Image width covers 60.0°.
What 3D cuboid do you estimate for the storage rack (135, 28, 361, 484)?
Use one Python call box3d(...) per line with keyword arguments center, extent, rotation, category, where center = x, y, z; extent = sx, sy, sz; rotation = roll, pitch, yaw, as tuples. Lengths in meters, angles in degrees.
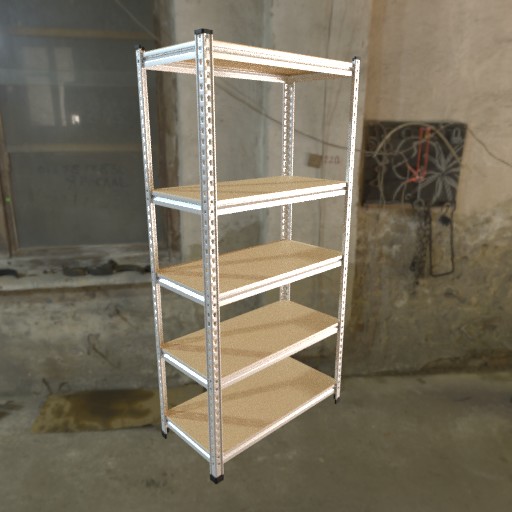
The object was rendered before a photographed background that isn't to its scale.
box3d(center=(0.000, 0.000, 2.164), extent=(0.914, 1.829, 0.457), rotation=(-15, 22, -41), category="storage rack")
